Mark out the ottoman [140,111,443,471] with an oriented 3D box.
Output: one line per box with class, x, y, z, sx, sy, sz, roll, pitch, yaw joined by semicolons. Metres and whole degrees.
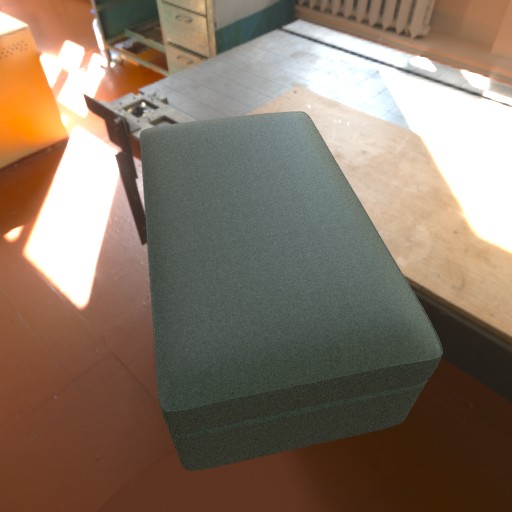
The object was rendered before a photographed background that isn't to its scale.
ottoman;0.000;0.000;1.513;0.681;0.494;1.173;-9;47;-8
